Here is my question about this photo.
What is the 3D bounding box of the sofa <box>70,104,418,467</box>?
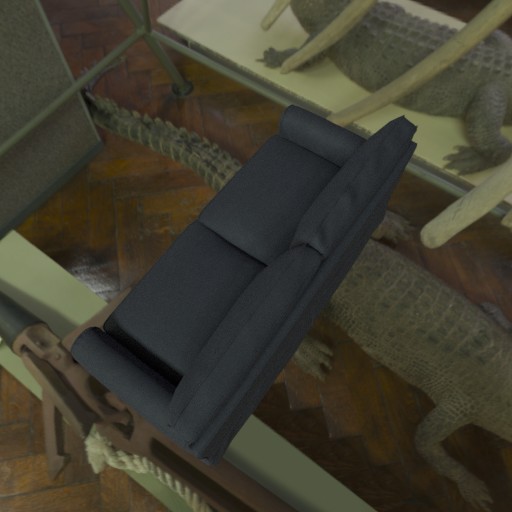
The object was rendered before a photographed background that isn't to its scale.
[{"bbox_3d":[0.000,0.000,2.769,0.983,1.094,2.256,32,68,15],"label":"sofa"}]
